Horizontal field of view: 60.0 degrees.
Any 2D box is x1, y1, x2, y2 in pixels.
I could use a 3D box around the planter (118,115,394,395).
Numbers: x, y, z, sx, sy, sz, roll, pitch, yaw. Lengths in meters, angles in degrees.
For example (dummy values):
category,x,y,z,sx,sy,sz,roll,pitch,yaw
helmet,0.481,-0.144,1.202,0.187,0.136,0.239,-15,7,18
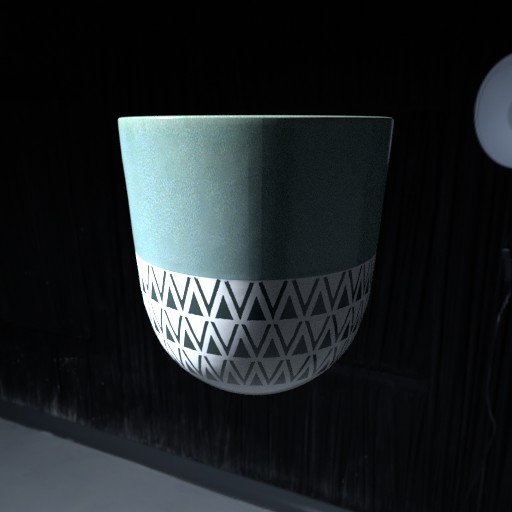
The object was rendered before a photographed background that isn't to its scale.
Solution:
category,x,y,z,sx,sy,sz,roll,pitch,yaw
planter,0.000,0.000,0.362,0.198,0.214,0.198,0,16,0
